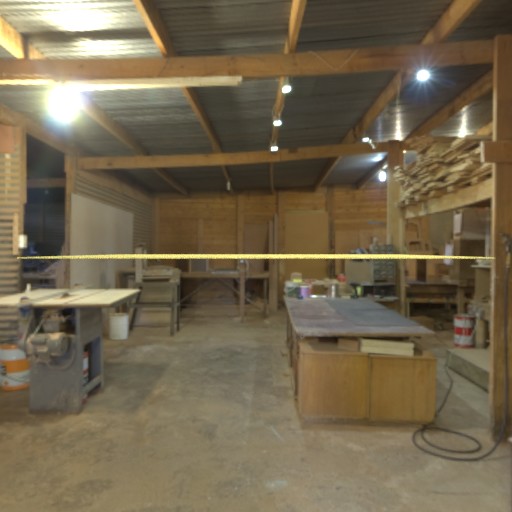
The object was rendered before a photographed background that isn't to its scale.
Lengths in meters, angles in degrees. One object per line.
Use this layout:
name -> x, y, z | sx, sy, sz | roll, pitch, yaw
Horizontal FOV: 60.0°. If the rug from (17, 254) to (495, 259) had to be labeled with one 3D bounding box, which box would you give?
rug -> 0.000, 0.000, 2.880 | 2.297, 0.007, 1.529 | 0, 1, 1
